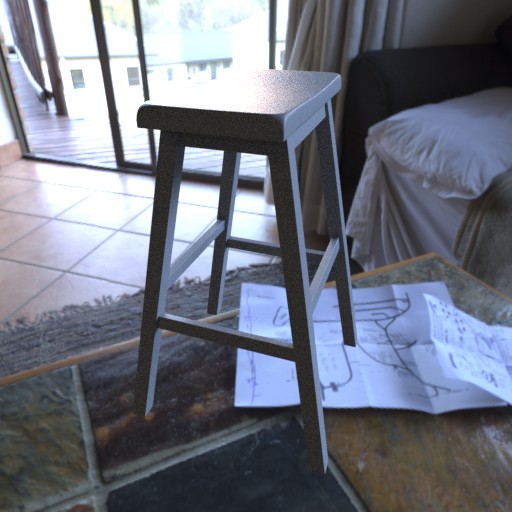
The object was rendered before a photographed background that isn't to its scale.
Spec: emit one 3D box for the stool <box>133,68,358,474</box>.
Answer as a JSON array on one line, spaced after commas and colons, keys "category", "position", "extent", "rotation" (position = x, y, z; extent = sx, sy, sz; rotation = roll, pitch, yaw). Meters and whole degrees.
[{"category": "stool", "position": [0.000, 0.000, 1.014], "extent": [0.476, 0.737, 0.457], "rotation": [10, 32, 17]}]
